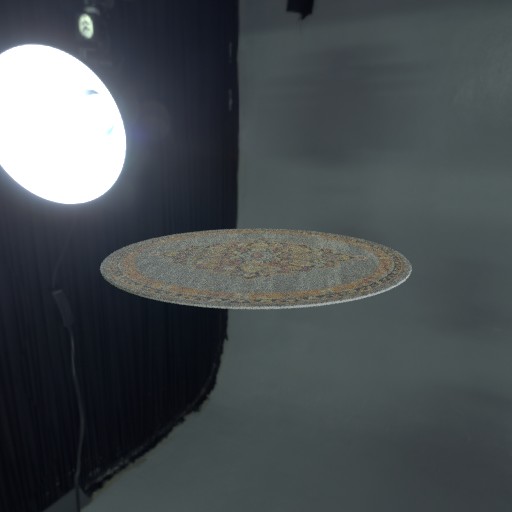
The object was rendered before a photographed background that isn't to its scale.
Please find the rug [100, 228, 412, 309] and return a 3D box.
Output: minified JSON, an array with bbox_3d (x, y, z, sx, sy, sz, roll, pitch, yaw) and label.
[{"bbox_3d":[0.000,0.000,2.405,1.598,0.010,1.598,0,14,0],"label":"rug"}]
